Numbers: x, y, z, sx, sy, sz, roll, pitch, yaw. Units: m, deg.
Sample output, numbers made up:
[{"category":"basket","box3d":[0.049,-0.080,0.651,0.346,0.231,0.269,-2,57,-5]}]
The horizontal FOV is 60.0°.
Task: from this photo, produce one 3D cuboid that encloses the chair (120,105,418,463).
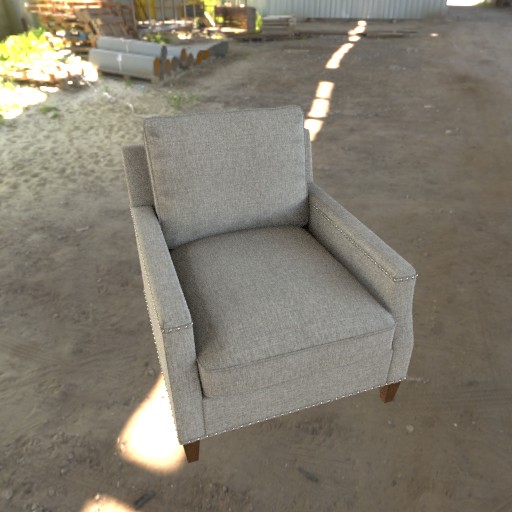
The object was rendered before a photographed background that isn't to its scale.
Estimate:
[{"category":"chair","box3d":[0.000,0.000,1.721,0.853,0.943,1.014,-10,33,-16]}]
